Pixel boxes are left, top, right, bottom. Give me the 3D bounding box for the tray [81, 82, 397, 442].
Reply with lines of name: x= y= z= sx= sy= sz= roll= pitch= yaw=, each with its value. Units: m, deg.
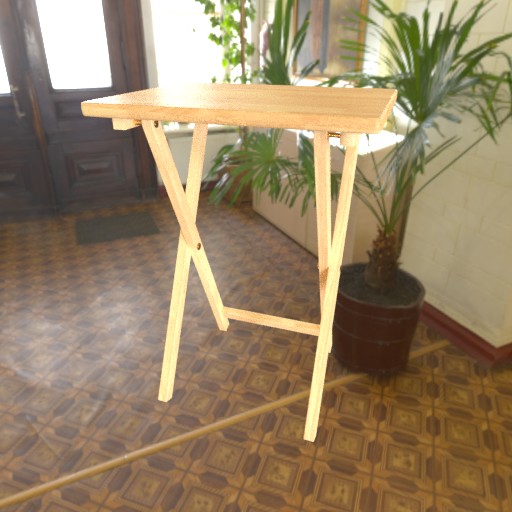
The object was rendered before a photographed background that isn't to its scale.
tray: x=0.000 y=0.000 z=0.960 sx=0.483 sy=0.660 sz=0.381 roll=9 pitch=28 yaw=17
